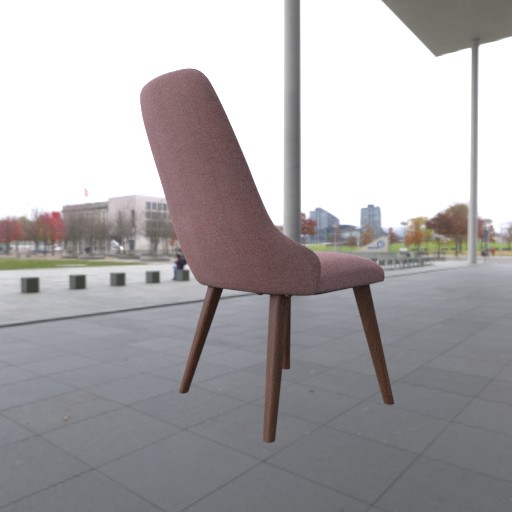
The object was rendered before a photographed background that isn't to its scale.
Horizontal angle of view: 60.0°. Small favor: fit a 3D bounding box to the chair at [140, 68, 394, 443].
[{"bbox_3d":[0.000,0.000,1.369,0.707,0.918,0.535,-1,1,-36],"label":"chair"}]
